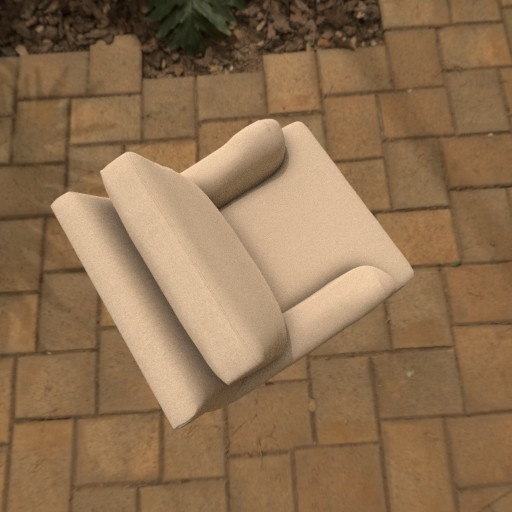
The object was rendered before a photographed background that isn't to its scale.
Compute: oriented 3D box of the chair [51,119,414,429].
[{"bbox_3d":[0.000,0.000,1.853,1.078,1.076,0.895,-32,77,-8],"label":"chair"}]
